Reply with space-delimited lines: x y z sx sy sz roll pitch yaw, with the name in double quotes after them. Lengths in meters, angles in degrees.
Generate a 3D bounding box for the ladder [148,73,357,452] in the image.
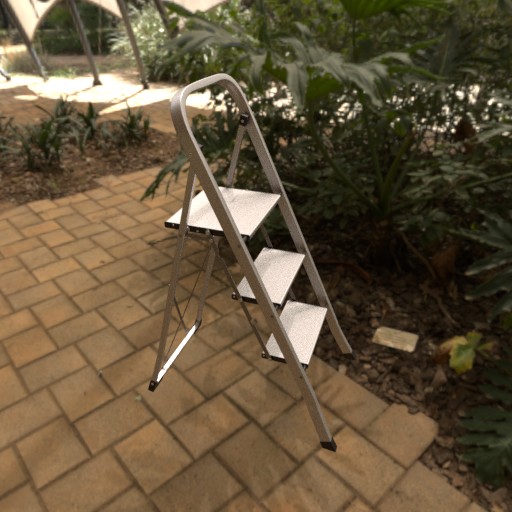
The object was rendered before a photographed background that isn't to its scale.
0.000 0.000 1.440 0.704 1.070 0.465 10 32 16 "ladder"
